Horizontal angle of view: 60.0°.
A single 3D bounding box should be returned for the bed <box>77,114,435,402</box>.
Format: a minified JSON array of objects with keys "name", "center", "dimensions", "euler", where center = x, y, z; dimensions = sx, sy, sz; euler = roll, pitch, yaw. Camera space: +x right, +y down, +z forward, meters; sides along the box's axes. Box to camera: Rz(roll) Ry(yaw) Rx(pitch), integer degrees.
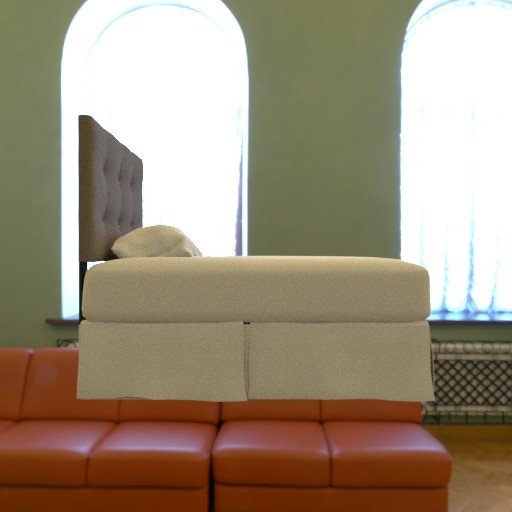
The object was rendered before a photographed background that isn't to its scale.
[{"name":"bed","center":[0.000,0.000,2.997],"dimensions":[1.997,1.571,1.261],"euler":[0,0,0]}]
